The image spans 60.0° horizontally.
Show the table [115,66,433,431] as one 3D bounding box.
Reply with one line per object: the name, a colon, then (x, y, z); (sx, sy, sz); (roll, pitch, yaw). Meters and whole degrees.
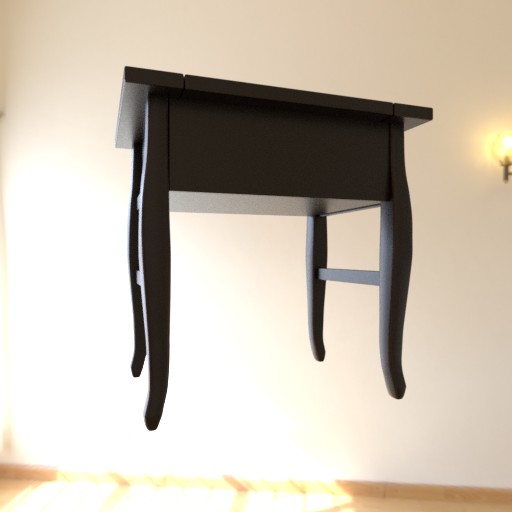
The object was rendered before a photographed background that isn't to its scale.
table: (0.000, 0.000, 1.016); (0.602, 0.604, 0.460); (0, 0, -19)
